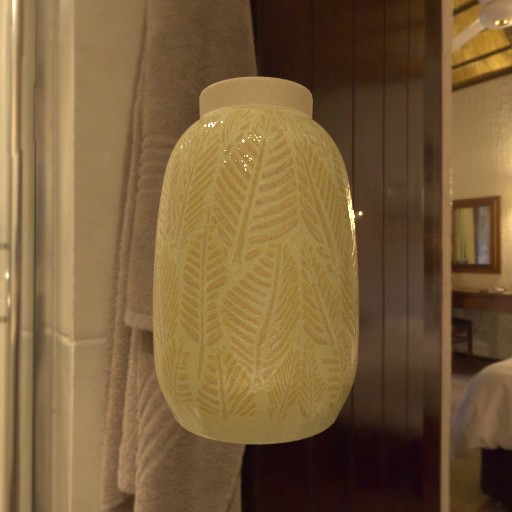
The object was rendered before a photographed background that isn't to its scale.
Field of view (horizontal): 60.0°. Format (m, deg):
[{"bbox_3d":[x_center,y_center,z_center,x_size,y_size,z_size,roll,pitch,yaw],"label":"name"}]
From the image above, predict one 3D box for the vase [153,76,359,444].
[{"bbox_3d":[0.000,0.000,0.380,0.172,0.270,0.172,0,0,0],"label":"vase"}]
